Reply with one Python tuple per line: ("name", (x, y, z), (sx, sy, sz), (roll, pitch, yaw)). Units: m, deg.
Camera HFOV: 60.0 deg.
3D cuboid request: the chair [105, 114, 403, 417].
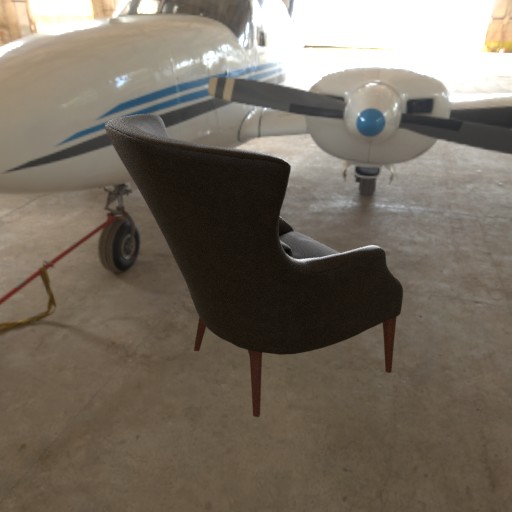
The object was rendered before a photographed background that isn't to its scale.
("chair", (0.000, 0.000, 1.710), (0.954, 1.068, 0.819), (-18, 32, -31))
